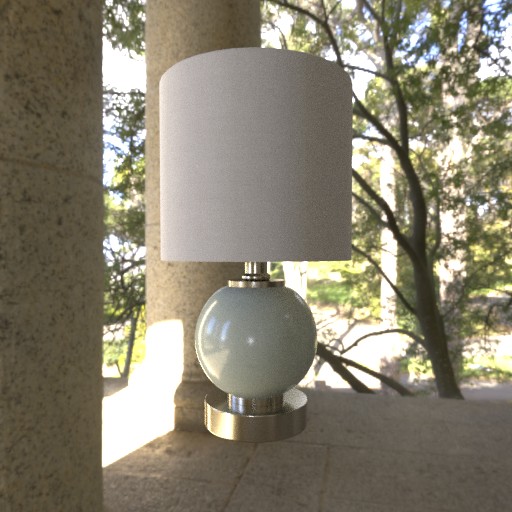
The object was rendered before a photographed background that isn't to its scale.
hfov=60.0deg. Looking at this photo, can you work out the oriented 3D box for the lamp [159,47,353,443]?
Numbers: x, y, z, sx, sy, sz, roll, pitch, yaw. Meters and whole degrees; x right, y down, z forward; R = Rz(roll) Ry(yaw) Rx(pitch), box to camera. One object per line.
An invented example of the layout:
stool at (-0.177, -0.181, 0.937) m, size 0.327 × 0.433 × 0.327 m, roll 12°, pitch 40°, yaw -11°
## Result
lamp at (0.000, 0.000, 0.472) m, size 0.201 × 0.353 × 0.201 m, roll 0°, pitch 0°, yaw -17°
